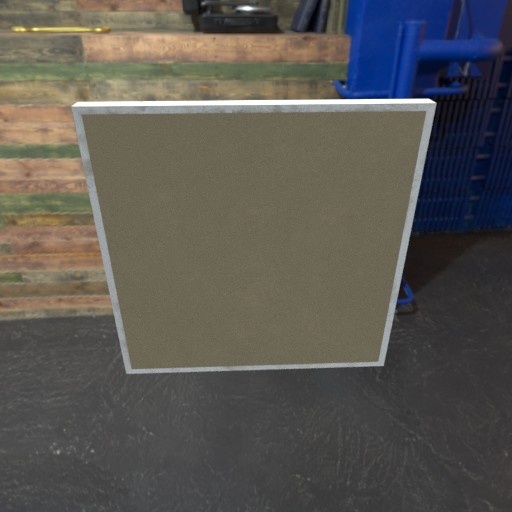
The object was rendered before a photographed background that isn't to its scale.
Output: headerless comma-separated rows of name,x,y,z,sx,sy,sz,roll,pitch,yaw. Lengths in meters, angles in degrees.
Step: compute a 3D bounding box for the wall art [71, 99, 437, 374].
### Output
wall art,0.000,0.000,0.757,0.508,0.506,0.029,-1,31,-2
